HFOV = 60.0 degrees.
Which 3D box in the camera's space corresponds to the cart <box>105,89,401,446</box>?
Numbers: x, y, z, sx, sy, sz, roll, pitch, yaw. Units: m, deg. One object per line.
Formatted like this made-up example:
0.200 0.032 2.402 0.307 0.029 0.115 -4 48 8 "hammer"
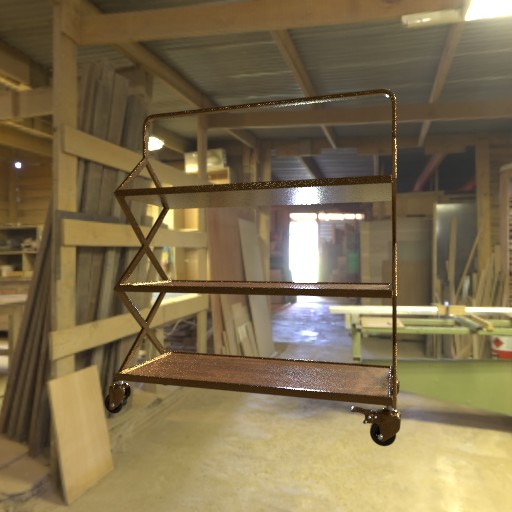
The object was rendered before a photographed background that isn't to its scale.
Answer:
0.000 0.000 1.171 0.723 0.805 0.313 0 -1 17 "cart"
